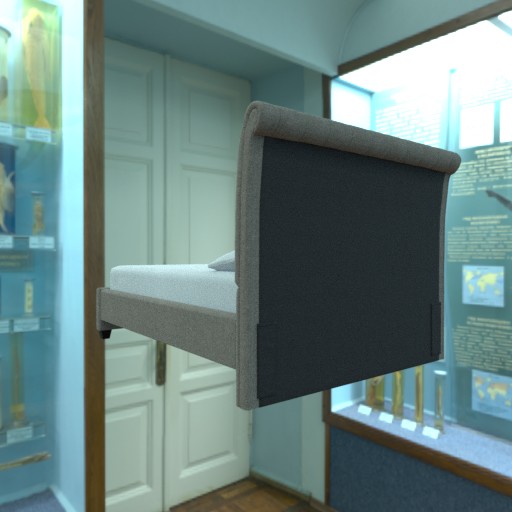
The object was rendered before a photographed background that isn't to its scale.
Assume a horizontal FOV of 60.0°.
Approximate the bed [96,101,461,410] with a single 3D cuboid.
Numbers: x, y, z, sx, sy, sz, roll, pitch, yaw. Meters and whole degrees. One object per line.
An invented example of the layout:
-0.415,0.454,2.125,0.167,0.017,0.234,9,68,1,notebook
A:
0.000,0.000,3.272,1.645,1.371,2.252,0,0,-37,bed
